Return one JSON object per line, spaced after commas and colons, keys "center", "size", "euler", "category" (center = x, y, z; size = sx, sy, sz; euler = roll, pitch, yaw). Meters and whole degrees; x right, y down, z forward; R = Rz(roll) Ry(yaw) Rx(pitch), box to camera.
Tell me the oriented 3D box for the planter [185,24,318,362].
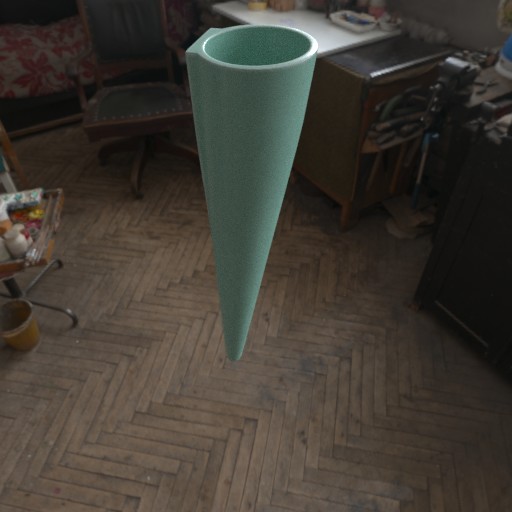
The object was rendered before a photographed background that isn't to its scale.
{"center": [0.000, 0.000, 0.291], "size": [0.055, 0.268, 0.054], "euler": [12, 46, 12], "category": "planter"}
